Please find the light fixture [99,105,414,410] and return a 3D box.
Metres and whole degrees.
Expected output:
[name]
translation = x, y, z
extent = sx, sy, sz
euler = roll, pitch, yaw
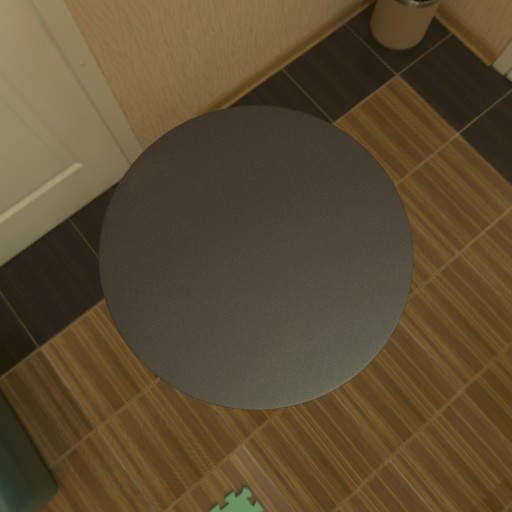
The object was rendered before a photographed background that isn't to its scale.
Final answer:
[light fixture]
translation = 0.000, 0.000, 0.548
extent = 0.356, 0.102, 0.356
euler = 0, 76, 0
